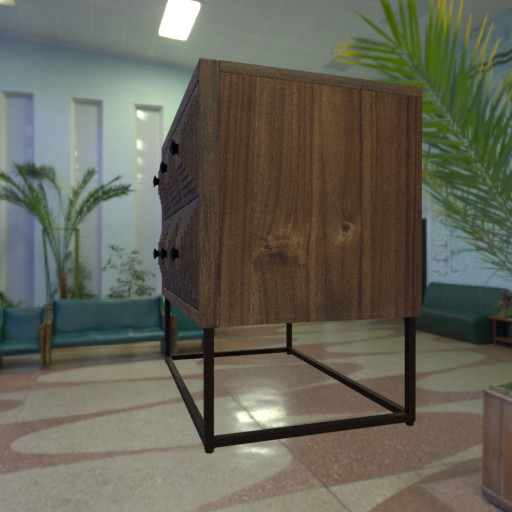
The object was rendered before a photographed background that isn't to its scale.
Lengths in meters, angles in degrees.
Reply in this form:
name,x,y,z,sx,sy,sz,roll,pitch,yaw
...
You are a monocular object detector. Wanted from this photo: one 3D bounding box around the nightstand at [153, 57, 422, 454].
name,x,y,z,sx,sy,sz,roll,pitch,yaw
nightstand,0.000,0.000,1.023,0.437,0.610,0.610,0,0,-17
